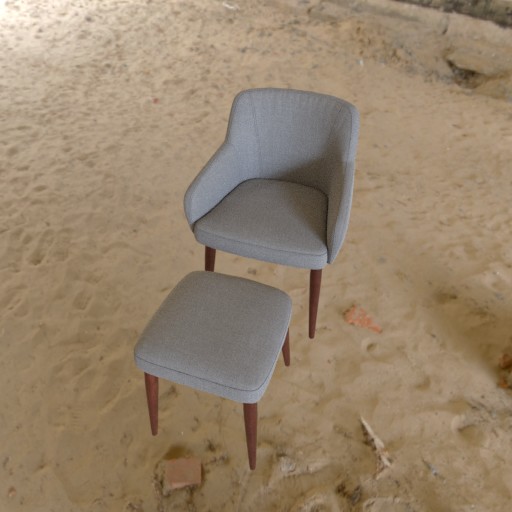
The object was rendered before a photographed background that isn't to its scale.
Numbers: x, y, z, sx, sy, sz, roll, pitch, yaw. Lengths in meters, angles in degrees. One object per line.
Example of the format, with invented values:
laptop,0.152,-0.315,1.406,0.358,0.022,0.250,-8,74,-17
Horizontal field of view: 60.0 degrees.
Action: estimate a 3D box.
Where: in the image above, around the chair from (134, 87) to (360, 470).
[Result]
chair,0.000,0.000,1.576,0.584,0.799,1.107,13,43,14
